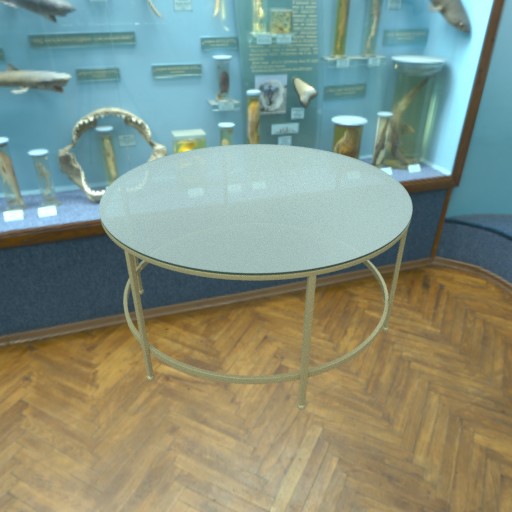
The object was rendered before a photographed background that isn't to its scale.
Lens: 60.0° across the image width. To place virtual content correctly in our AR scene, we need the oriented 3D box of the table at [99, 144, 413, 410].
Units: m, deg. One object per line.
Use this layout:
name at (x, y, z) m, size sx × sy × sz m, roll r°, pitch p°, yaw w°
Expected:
table at (0.000, 0.000, 1.472) m, size 0.914 × 0.470 × 0.914 m, roll 0°, pitch 32°, yaw 0°
